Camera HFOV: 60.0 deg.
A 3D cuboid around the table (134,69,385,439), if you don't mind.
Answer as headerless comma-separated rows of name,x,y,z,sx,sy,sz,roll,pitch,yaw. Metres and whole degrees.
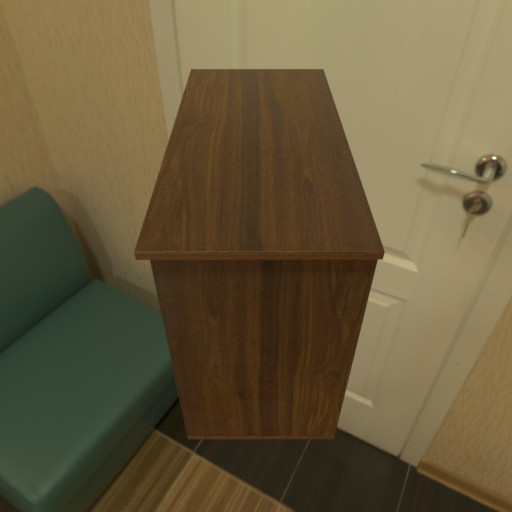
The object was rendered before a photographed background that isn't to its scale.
table,0.000,0.000,1.213,0.390,0.725,0.802,0,41,0
